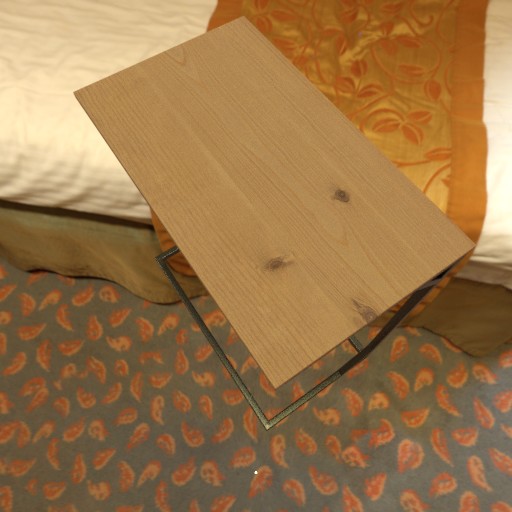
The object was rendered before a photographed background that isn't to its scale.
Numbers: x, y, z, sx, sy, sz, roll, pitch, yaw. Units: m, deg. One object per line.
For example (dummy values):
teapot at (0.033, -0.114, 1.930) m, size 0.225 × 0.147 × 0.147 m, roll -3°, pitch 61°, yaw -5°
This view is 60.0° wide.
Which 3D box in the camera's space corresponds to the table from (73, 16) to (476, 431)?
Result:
table at (0.000, 0.000, 0.995) m, size 0.351 × 0.673 × 0.597 m, roll -32°, pitch 68°, yaw -14°
